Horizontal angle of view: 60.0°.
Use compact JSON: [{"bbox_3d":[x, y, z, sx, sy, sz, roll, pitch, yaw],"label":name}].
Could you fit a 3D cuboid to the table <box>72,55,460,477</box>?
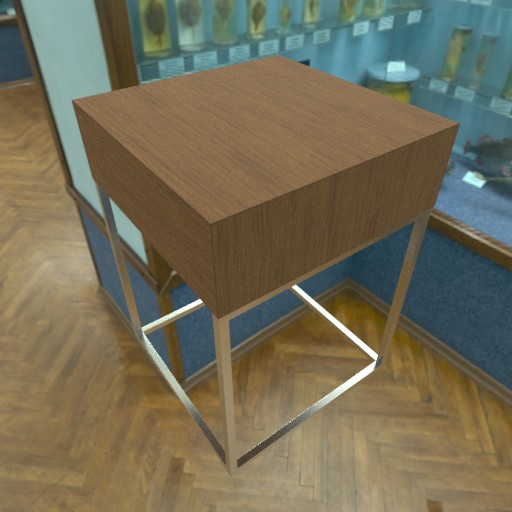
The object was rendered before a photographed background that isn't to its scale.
[{"bbox_3d":[0.000,0.000,0.807,0.398,0.540,0.397,-25,46,-27],"label":"table"}]
